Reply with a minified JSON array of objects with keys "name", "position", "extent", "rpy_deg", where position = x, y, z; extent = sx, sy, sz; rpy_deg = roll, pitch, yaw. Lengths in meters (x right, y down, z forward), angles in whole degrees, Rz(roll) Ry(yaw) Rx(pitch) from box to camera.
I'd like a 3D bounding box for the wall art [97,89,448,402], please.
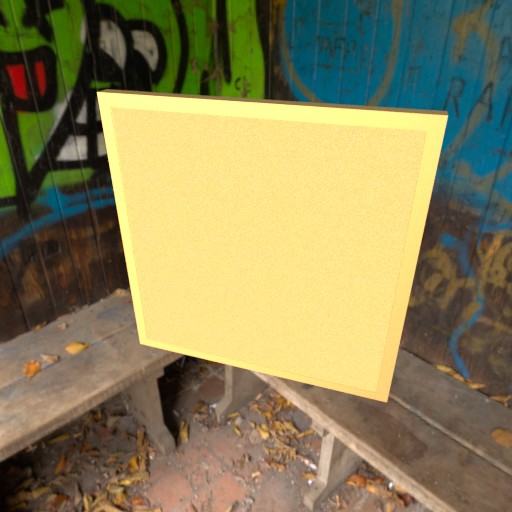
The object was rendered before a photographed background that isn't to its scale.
[{"name":"wall art","position":[0.000,0.000,2.862],"extent":[1.926,1.926,0.099],"rpy_deg":[9,31,16]}]
